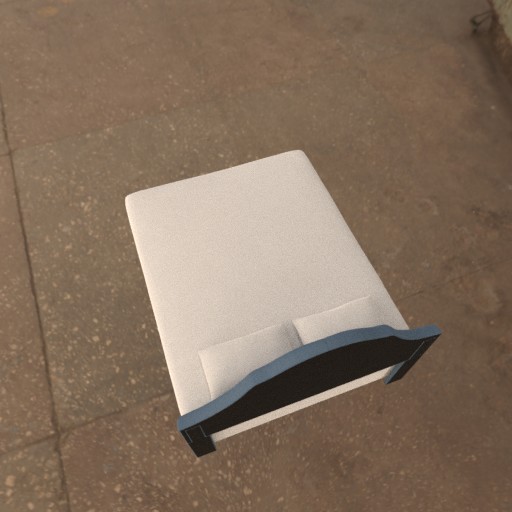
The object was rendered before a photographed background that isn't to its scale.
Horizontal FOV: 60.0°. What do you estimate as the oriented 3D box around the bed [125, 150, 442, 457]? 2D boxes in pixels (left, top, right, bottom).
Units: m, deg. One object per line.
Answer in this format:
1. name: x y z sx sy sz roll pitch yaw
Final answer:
1. bed: 0.000 0.000 3.853 2.039 1.617 2.477 -17 59 -11
